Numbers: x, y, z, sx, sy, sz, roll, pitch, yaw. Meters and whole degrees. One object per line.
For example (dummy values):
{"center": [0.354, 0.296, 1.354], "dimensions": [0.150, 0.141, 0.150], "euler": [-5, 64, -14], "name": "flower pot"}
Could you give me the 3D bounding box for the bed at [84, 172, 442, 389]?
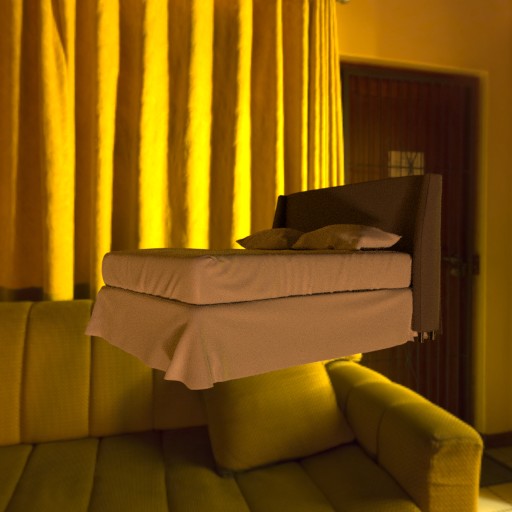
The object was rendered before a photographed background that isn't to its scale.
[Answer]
{"center": [0.000, 0.000, 3.605], "dimensions": [2.276, 1.332, 1.925], "euler": [-1, 1, -36], "name": "bed"}
